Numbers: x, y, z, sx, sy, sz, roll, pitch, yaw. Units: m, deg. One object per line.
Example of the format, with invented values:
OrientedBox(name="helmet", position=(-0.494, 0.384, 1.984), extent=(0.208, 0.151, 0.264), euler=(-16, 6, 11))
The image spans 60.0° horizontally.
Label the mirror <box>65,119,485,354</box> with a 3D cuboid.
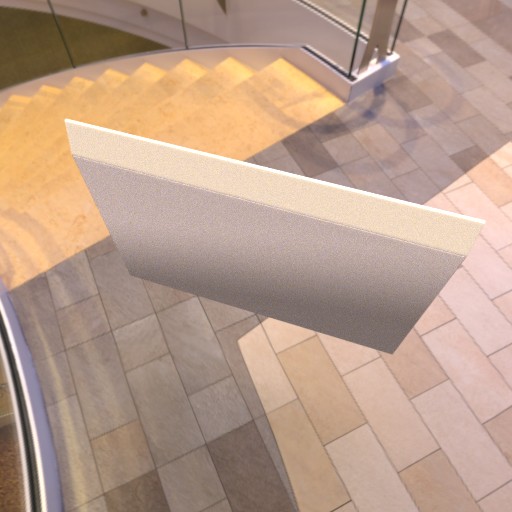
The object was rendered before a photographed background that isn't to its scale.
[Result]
OrientedBox(name="mirror", position=(0.000, 0.000, 1.138), extent=(0.870, 0.630, 0.030), euler=(16, 59, 10))
